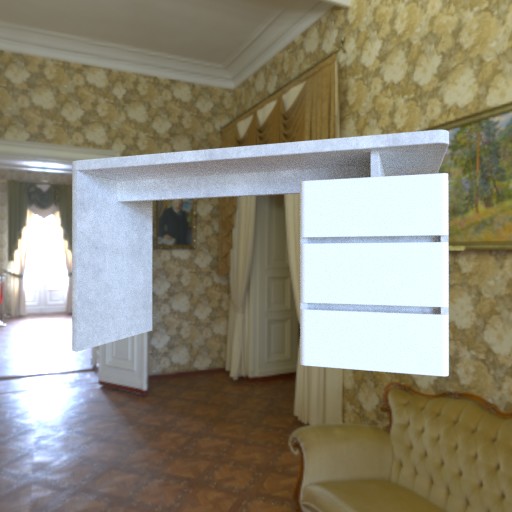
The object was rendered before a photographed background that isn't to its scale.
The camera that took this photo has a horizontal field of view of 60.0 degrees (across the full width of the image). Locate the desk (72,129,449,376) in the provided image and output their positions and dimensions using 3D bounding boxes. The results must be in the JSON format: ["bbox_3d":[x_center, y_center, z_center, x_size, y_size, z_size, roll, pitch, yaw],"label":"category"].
[{"bbox_3d":[0.000,0.000,1.797,1.400,0.755,0.550,0,0,19],"label":"desk"}]
